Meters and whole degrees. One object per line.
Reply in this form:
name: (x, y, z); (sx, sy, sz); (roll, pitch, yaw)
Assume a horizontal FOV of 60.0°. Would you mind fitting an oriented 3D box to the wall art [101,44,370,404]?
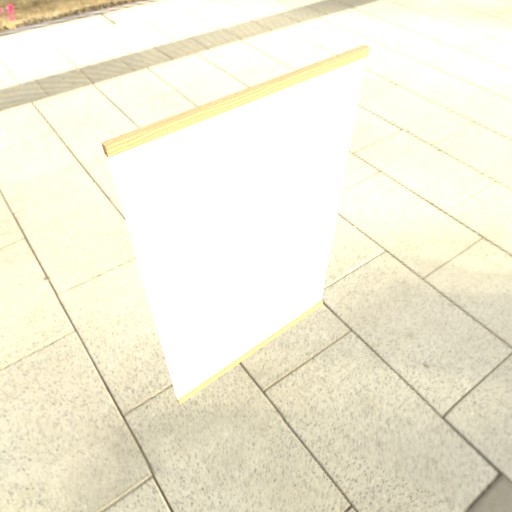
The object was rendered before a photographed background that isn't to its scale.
wall art: (0.000, 0.000, 1.920); (1.011, 1.521, 0.025); (-30, 54, -25)
